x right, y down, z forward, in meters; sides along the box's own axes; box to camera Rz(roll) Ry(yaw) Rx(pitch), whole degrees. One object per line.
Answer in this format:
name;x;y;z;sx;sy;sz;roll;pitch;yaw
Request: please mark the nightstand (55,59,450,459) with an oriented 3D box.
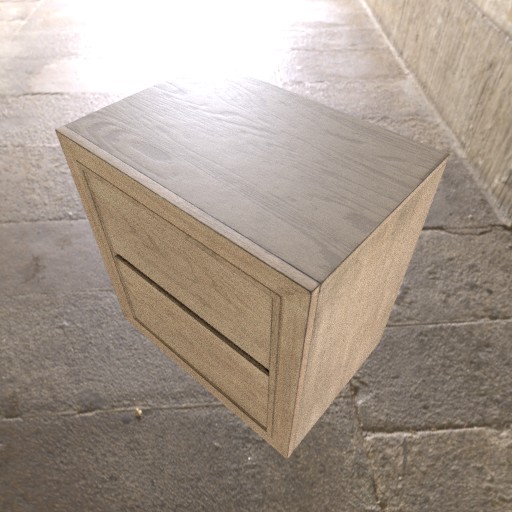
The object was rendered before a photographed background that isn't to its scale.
nightstand;0.000;0.000;1.086;0.612;0.673;0.483;32;55;27
